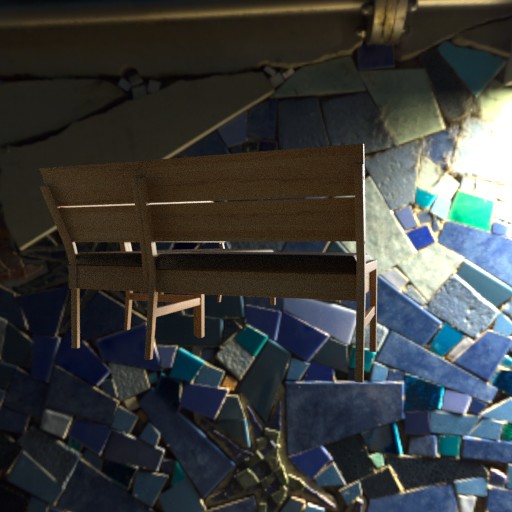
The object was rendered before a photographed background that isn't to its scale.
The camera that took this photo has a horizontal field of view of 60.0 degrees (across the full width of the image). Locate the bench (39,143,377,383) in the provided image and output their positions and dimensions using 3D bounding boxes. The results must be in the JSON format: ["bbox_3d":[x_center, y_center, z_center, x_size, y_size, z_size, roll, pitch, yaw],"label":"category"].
[{"bbox_3d":[0.000,0.000,2.806,1.549,0.890,1.975,1,2,20],"label":"bench"}]
